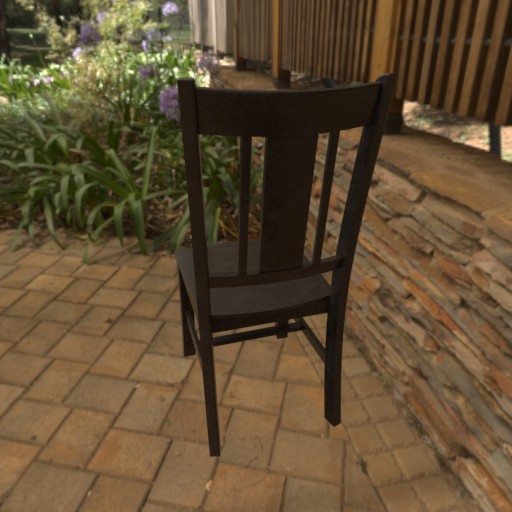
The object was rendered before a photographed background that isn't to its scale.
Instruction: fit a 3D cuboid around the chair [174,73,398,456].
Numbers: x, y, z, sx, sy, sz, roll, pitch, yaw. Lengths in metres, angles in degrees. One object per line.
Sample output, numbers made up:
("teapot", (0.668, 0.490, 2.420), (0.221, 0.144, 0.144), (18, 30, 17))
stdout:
("chair", (0.000, 0.000, 1.276), (0.450, 0.998, 0.555), (-8, 27, -16))
